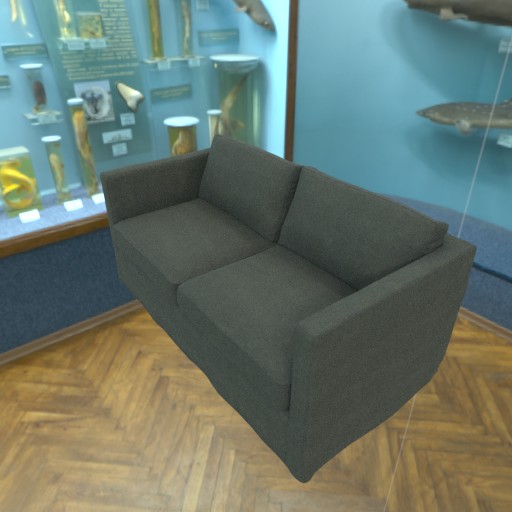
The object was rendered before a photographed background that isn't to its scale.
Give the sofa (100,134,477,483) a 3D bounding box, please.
[{"bbox_3d":[0.000,0.000,2.321,0.974,0.854,1.802,-22,37,-31],"label":"sofa"}]
